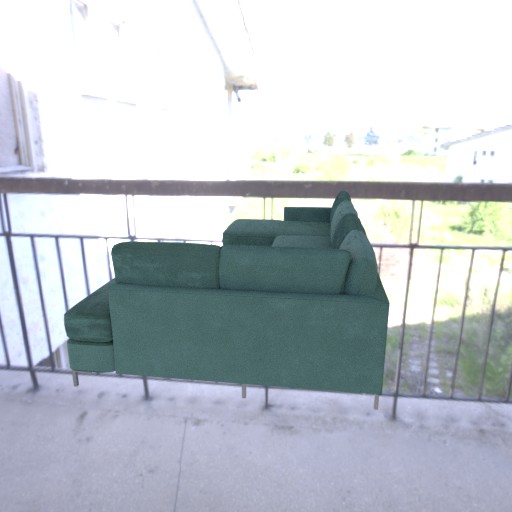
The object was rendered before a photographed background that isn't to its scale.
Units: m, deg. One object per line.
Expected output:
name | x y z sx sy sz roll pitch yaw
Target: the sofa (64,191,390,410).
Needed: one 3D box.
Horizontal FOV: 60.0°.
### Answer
sofa | 0.000 0.000 4.348 2.055 0.992 3.434 2 16 8
